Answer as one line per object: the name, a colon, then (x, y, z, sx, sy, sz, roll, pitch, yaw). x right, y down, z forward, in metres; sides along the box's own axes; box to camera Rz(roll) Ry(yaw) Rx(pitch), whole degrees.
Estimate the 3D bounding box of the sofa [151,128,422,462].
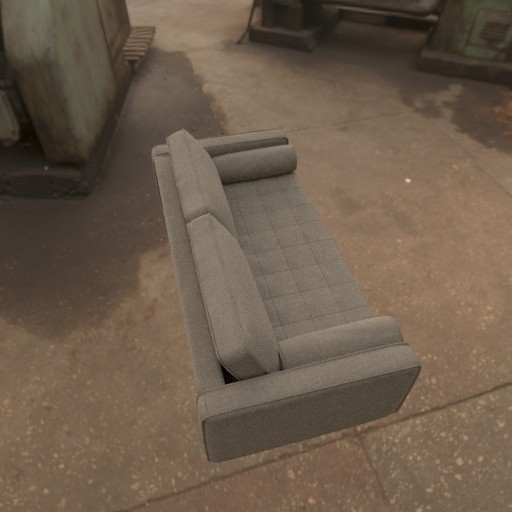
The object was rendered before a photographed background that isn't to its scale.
sofa: (0.000, 0.000, 2.417, 0.914, 0.762, 1.879, -11, 47, -10)
